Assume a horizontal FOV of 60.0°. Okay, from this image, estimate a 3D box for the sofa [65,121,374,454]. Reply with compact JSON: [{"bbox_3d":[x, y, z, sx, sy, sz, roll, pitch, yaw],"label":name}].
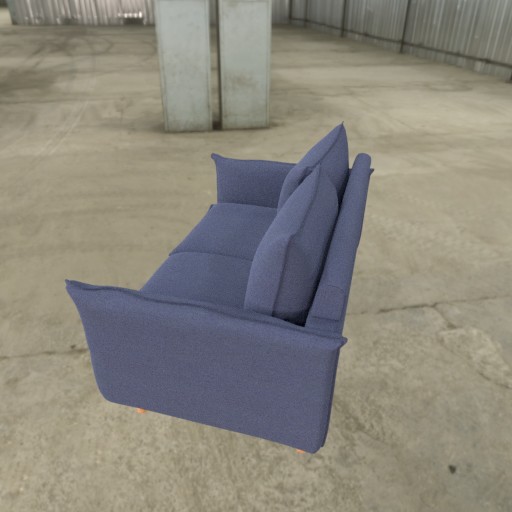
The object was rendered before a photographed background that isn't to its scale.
[{"bbox_3d":[0.000,0.000,1.792,0.820,0.840,1.300,8,32,14],"label":"sofa"}]
